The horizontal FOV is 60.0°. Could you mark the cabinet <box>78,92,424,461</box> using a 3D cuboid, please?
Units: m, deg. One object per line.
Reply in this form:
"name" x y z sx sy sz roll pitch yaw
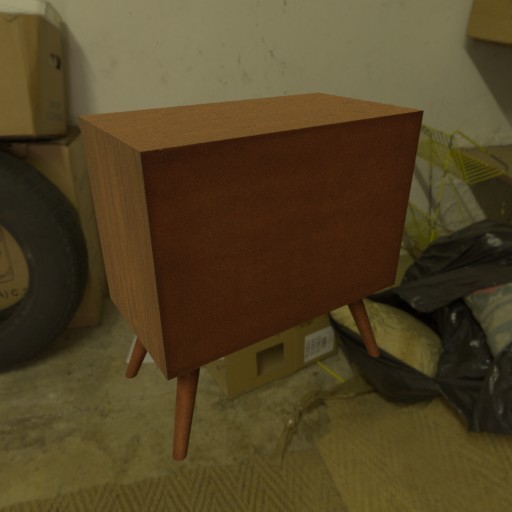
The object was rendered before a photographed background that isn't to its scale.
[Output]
"cabinet" 0.000 0.000 1.201 0.712 0.748 0.388 -17 32 -30
